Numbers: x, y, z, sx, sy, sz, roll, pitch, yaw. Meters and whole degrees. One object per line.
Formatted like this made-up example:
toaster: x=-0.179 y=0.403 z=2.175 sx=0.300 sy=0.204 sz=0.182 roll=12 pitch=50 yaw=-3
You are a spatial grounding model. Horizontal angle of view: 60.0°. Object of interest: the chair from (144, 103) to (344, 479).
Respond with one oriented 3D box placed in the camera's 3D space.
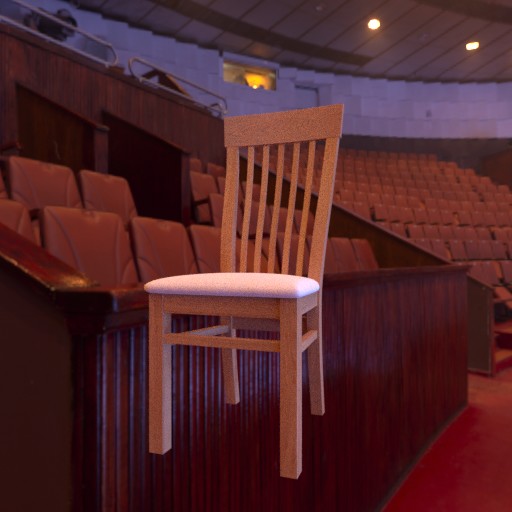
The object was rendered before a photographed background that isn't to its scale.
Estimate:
chair: x=0.000 y=0.000 z=1.367 sx=0.450 sy=1.050 sz=0.580 roll=0 pitch=0 yaw=21
